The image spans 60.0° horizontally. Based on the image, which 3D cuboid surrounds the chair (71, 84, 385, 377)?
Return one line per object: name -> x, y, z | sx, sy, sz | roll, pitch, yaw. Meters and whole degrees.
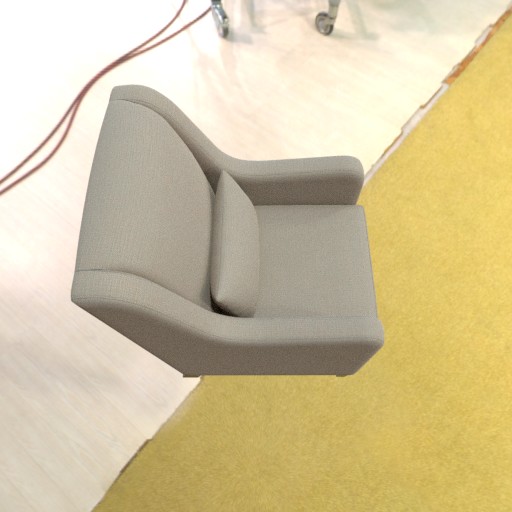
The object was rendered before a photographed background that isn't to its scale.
chair -> 0.000, 0.000, 1.627 | 0.896, 1.017, 0.715 | 0, 64, 0
